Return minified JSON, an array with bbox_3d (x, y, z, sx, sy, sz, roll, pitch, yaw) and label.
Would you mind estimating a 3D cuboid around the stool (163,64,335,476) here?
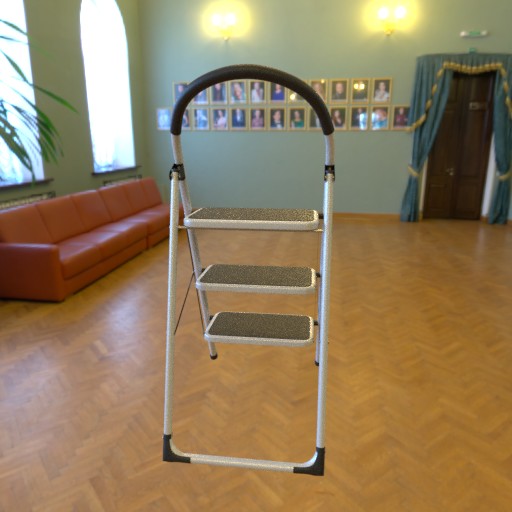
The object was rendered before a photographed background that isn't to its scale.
[{"bbox_3d":[0.000,0.000,1.463,0.485,1.109,0.676,2,15,7],"label":"stool"}]
